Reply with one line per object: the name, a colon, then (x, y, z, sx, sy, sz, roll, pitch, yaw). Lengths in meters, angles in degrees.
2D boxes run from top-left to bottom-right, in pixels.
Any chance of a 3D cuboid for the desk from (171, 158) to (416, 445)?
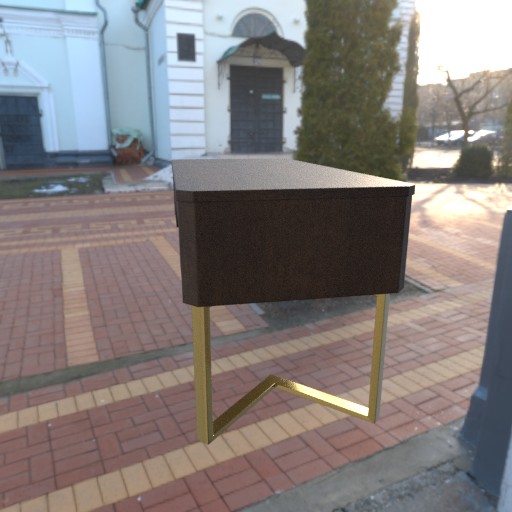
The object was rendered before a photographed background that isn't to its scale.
desk: (0.000, 0.000, 1.951, 0.684, 0.762, 1.479, -3, 16, -11)
